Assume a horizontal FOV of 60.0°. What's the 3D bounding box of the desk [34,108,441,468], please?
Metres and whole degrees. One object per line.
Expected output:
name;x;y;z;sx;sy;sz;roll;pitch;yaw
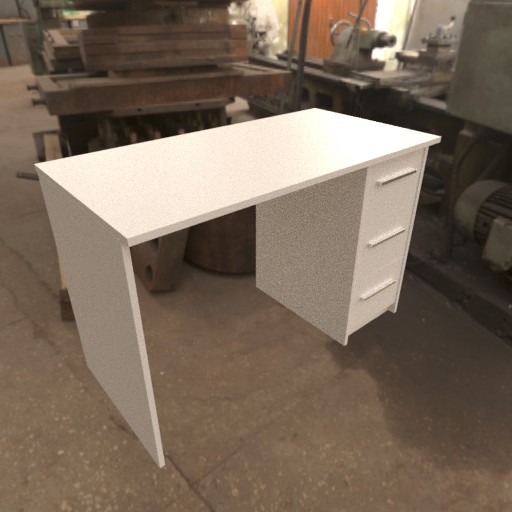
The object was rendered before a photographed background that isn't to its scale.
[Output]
desk;0.000;0.000;1.502;1.097;0.735;0.560;-23;37;-34
